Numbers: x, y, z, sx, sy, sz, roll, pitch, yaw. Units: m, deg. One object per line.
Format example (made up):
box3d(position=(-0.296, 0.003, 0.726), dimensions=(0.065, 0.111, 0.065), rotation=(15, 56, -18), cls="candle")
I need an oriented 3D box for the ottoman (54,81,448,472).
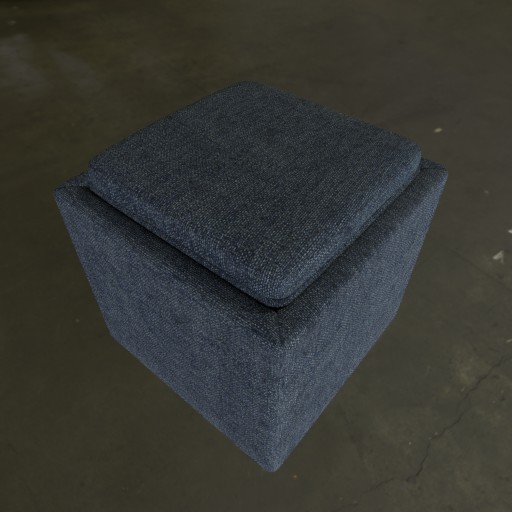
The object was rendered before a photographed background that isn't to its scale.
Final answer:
box3d(position=(0.000, 0.000, 0.813), dimensions=(0.450, 0.460, 0.450), rotation=(31, 53, 27), cls="ottoman")
